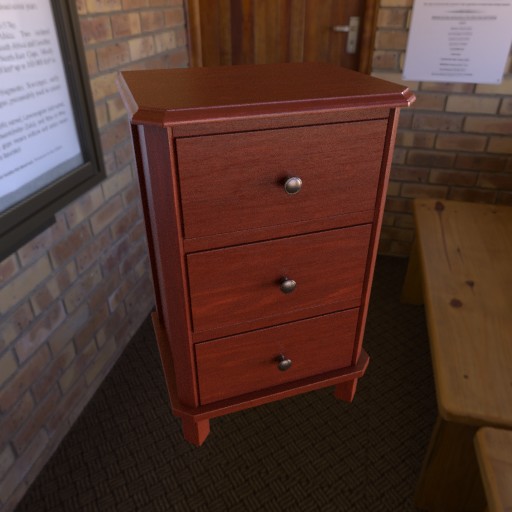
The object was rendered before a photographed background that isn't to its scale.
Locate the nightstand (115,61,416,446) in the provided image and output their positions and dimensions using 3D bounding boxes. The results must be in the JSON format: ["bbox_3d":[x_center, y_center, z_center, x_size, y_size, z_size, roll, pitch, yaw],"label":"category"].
[{"bbox_3d":[0.000,0.000,0.912,0.435,0.681,0.351,-10,32,-16],"label":"nightstand"}]
